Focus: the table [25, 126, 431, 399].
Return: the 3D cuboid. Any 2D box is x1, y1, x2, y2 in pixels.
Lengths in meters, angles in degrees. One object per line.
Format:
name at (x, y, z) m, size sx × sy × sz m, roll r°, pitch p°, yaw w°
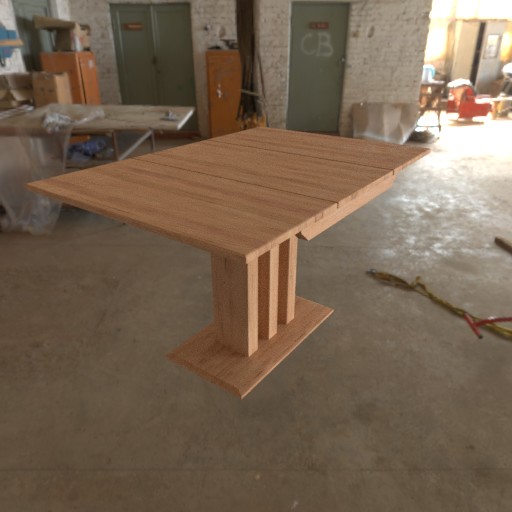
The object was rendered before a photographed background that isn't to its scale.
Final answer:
table at (0.000, 0.000, 1.828) m, size 0.900 × 0.770 × 1.300 m, roll 18°, pitch 31°, yaw 32°
